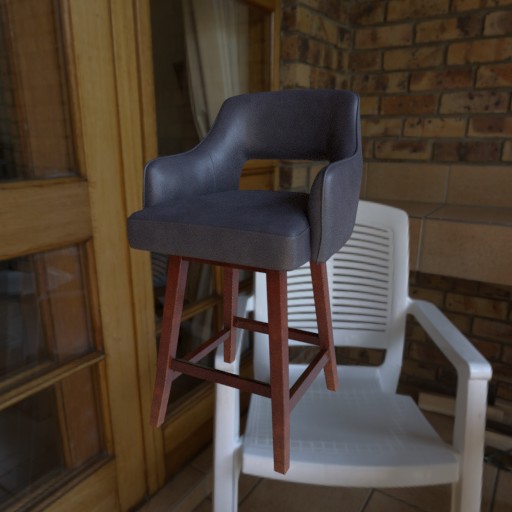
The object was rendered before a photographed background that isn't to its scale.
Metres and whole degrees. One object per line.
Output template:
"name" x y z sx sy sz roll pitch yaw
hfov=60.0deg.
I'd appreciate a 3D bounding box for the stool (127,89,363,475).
"stool" 0.000 0.000 1.269 0.550 0.936 0.560 8 17 26
